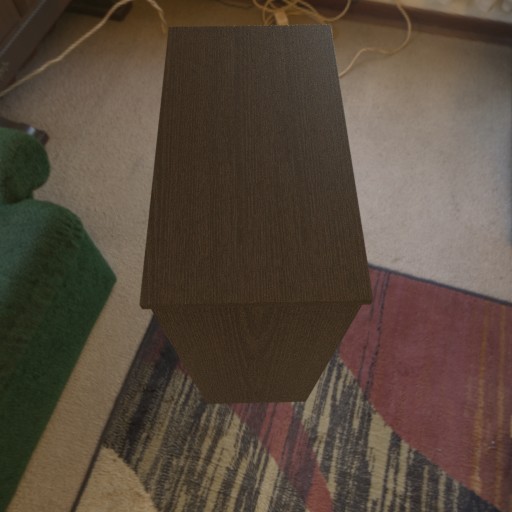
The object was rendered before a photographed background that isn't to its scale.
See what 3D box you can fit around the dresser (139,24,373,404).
[{"bbox_3d":[0.000,0.000,1.343,0.399,1.020,0.704,-1,62,-1],"label":"dresser"}]
